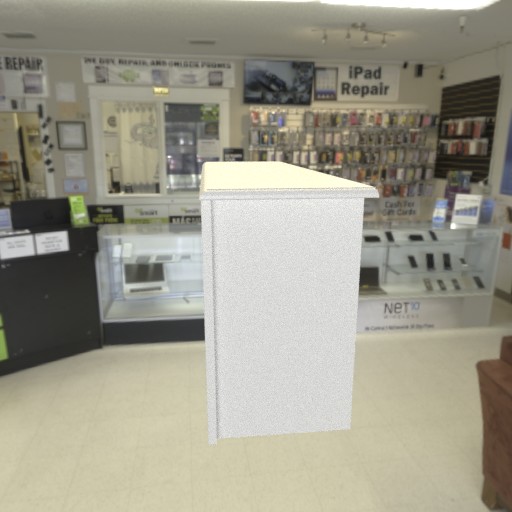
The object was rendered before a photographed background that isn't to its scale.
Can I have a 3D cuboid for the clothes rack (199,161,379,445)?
[{"bbox_3d":[0.000,0.000,1.388,0.324,0.531,1.120,-2,15,-6],"label":"clothes rack"}]
